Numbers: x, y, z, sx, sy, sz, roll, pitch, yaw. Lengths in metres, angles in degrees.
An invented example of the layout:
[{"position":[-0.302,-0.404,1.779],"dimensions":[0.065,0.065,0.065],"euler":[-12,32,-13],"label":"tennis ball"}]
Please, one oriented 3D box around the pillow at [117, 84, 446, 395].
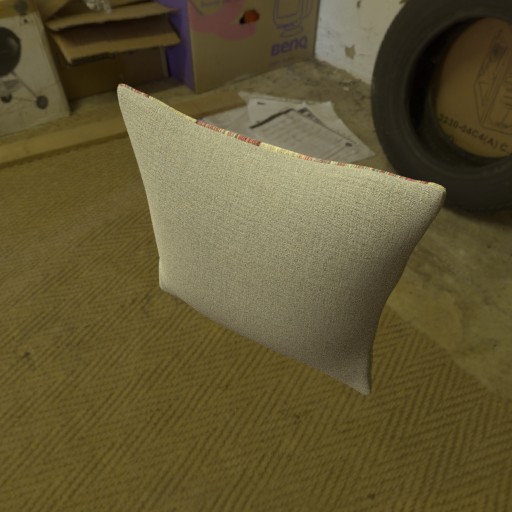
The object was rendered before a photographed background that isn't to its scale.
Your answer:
[{"position":[0.000,0.000,0.650],"dimensions":[0.437,0.419,0.136],"euler":[24,50,21],"label":"pillow"}]
